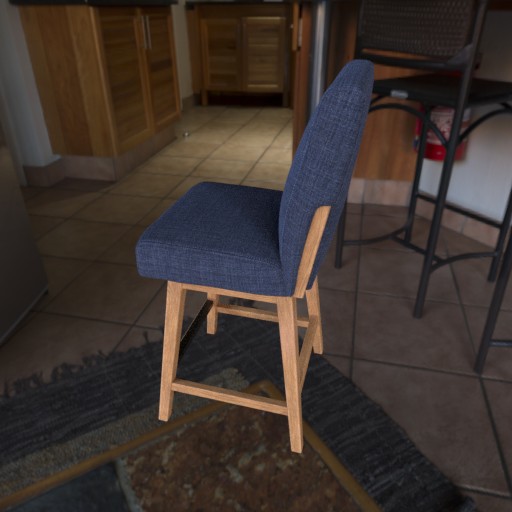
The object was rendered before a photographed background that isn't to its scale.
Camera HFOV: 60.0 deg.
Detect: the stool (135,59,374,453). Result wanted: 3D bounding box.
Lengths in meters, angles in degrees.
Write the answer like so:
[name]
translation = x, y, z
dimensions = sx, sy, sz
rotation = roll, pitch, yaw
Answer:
[stool]
translation = 0.000, 0.000, 1.267
dimensions = 0.526, 1.010, 0.459
rotation = 8, 31, 13
